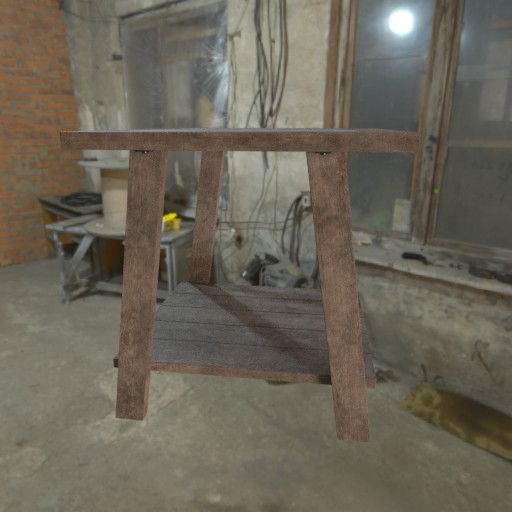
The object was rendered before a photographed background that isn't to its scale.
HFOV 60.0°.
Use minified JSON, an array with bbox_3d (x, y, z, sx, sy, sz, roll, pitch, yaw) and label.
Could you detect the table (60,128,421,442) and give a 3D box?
[{"bbox_3d":[0.000,0.000,1.112,0.610,0.610,0.610,2,17,8],"label":"table"}]
